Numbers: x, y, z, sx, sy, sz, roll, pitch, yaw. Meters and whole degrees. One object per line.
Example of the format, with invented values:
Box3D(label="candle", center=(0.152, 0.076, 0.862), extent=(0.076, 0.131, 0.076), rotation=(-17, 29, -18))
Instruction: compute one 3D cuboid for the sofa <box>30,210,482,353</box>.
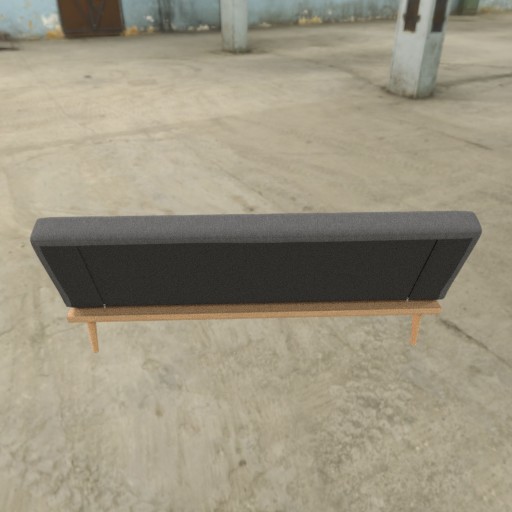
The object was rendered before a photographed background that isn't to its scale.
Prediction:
Box3D(label="sofa", center=(0.000, 0.000, 2.253), extent=(1.820, 0.770, 0.820), rotation=(-1, 31, -2))
